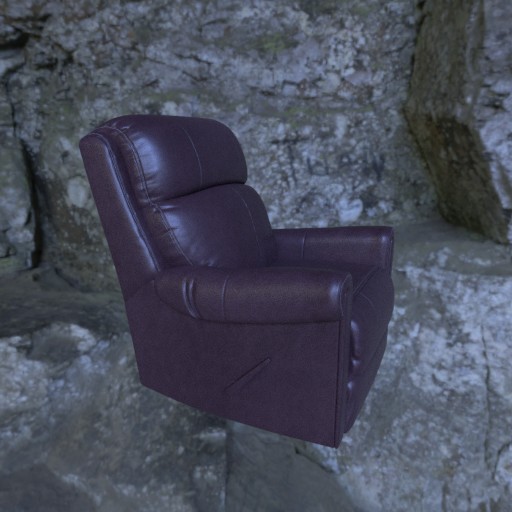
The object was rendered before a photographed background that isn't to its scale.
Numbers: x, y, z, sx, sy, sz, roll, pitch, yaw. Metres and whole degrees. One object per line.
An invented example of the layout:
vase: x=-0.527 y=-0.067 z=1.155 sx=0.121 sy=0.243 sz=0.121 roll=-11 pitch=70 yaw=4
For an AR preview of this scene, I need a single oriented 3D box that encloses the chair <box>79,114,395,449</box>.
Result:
chair: x=0.000 y=0.000 z=1.730 sx=1.014 sy=1.054 sz=0.838 roll=7 pitch=17 yaw=25
